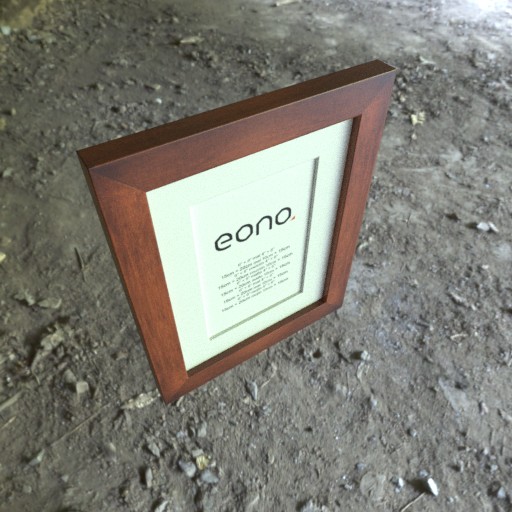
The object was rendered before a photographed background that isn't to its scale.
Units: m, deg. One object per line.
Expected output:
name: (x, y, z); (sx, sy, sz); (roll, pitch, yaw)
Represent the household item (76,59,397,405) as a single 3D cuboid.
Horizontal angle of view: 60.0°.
household item: (0.000, 0.000, 0.341); (0.200, 0.250, 0.020); (-25, 51, -22)
